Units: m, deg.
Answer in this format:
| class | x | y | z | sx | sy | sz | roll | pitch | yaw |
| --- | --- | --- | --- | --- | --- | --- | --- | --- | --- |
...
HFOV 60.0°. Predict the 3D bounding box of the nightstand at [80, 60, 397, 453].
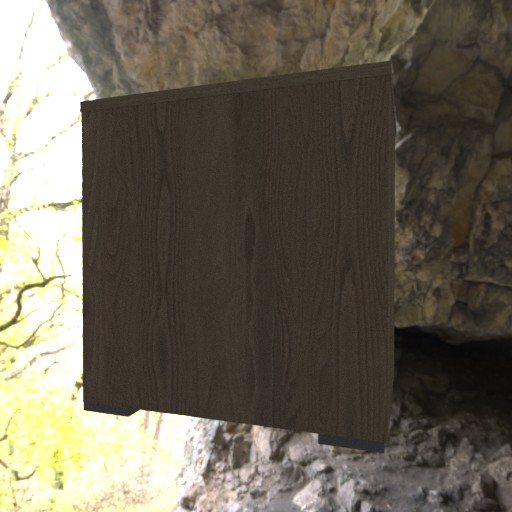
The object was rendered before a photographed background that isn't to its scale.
| class | x | y | z | sx | sy | sz | roll | pitch | yaw |
| --- | --- | --- | --- | --- | --- | --- | --- | --- | --- |
| nightstand | 0.000 | 0.000 | 0.743 | 0.442 | 0.461 | 0.325 | 0 | 1 | 19 |
